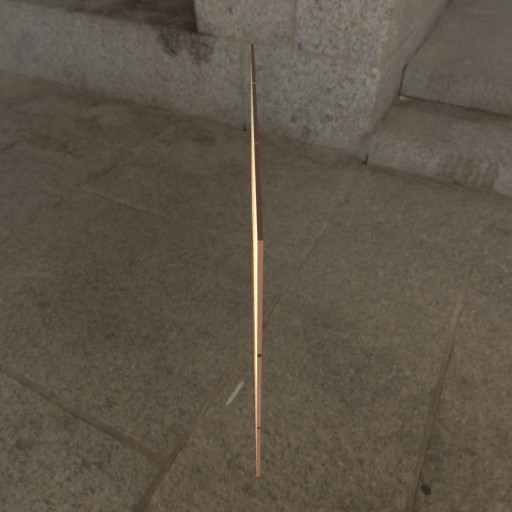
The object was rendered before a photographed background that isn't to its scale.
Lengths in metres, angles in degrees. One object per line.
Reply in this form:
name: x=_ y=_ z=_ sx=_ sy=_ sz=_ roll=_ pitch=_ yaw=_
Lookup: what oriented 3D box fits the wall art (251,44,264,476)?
wall art: x=0.000 y=0.000 z=1.765 sx=0.019 sy=1.218 sz=1.221 roll=-1 pitch=43 yaw=-1
